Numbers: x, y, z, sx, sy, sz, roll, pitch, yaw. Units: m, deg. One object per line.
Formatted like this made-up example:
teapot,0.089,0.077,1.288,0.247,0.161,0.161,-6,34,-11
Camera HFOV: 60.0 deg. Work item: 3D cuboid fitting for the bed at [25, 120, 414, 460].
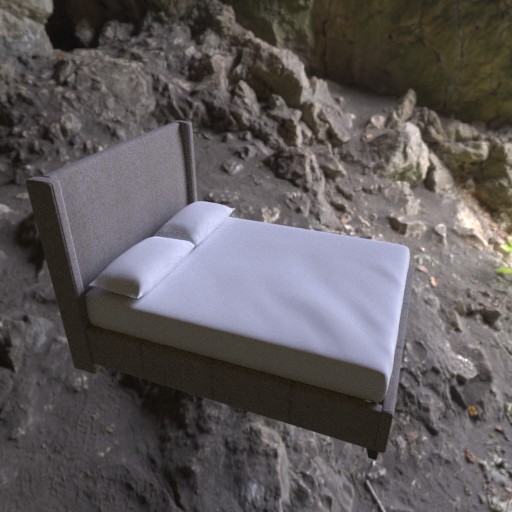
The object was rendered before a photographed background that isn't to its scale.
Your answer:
bed,0.000,0.000,3.280,2.245,1.476,1.714,11,31,18
